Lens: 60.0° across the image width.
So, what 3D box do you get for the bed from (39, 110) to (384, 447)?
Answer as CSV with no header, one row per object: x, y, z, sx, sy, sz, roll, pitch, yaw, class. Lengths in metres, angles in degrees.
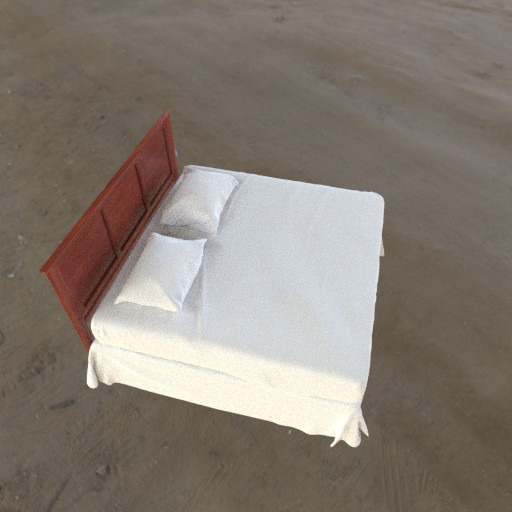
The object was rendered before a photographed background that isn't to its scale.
0.000,0.000,3.648,2.219,1.271,2.314,11,48,10,bed
